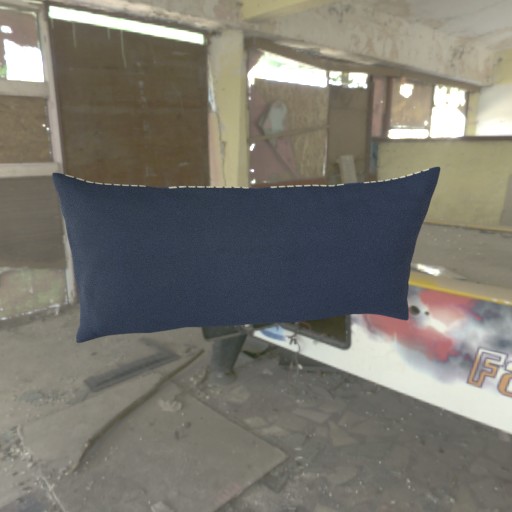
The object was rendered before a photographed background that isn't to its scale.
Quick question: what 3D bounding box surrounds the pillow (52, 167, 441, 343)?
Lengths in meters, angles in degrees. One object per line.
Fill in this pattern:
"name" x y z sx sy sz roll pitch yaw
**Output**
"pillow" 0.000 0.000 0.745 0.608 0.292 0.156 -2 14 -10
